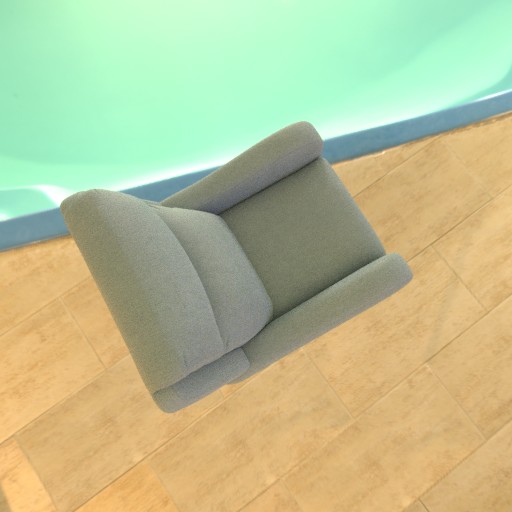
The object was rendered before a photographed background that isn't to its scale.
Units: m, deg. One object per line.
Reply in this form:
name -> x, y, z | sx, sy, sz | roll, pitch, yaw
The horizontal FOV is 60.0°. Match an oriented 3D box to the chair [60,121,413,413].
chair -> 0.000, 0.000, 1.730 | 0.988, 1.067, 0.785 | -29, 77, -7
